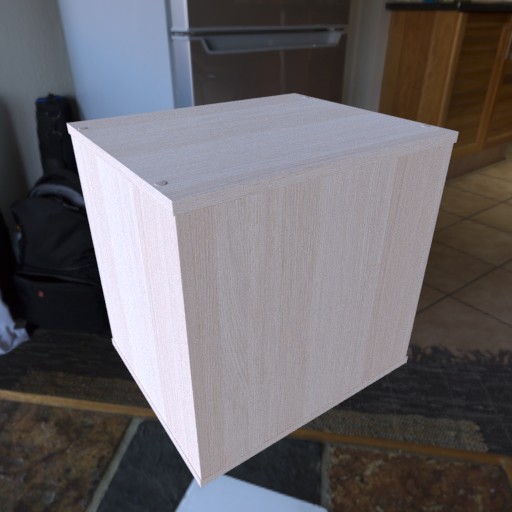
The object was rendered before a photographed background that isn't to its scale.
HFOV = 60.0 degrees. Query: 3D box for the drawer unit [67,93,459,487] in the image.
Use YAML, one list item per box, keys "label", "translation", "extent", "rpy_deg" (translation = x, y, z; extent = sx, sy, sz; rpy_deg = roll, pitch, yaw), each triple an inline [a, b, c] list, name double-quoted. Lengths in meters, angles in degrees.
- label: "drawer unit"
  translation: [0.000, 0.000, 0.597]
  extent: [0.349, 0.344, 0.290]
  rpy_deg: [-19, 35, -30]
